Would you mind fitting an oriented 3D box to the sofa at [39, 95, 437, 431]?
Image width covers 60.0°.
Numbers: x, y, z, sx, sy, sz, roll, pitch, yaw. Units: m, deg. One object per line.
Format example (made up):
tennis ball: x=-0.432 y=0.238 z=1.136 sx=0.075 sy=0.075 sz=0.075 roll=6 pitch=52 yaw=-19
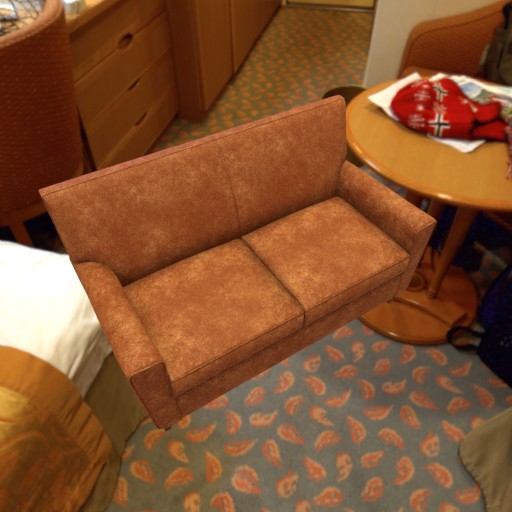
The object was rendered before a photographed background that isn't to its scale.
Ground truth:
sofa: x=0.000 y=0.000 z=2.038 sx=1.473 sy=0.871 sz=0.787 roll=-24 pitch=50 yaw=-22
